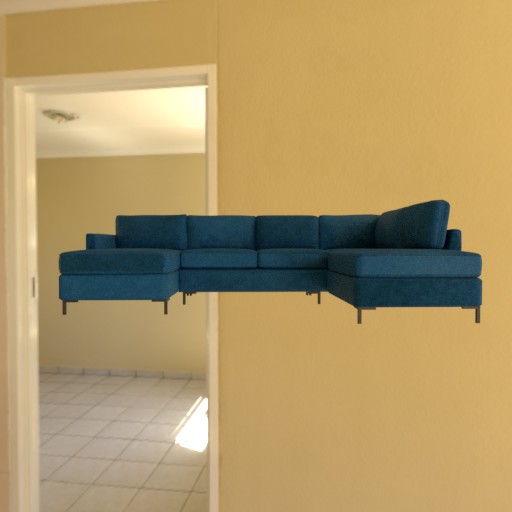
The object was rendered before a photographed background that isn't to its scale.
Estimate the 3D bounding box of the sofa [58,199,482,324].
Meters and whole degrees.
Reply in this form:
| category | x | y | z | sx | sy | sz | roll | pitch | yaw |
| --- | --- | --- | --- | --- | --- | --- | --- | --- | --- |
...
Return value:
| category | x | y | z | sx | sy | sz | roll | pitch | yaw |
| --- | --- | --- | --- | --- | --- | --- | --- | --- | --- |
| sofa | 0.000 | 0.000 | 4.339 | 3.434 | 0.992 | 2.055 | 0 | 1 | -2 |
